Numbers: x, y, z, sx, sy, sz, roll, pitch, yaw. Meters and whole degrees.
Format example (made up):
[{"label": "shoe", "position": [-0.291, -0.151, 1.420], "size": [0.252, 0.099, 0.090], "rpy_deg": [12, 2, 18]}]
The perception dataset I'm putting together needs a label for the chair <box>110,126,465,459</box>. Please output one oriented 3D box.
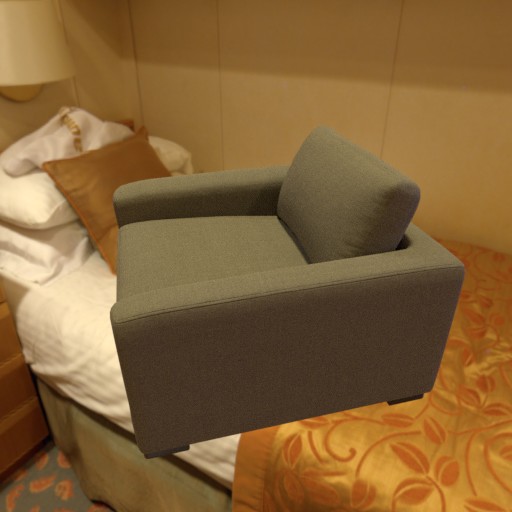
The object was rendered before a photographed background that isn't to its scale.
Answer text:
[{"label": "chair", "position": [0.000, 0.000, 1.795], "size": [1.100, 0.847, 1.070], "rpy_deg": [-7, 31, -13]}]
